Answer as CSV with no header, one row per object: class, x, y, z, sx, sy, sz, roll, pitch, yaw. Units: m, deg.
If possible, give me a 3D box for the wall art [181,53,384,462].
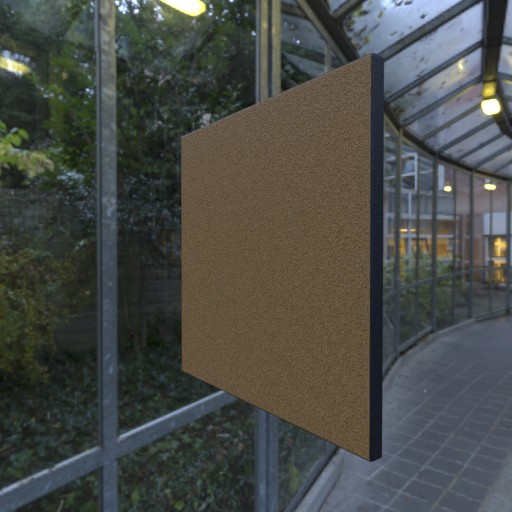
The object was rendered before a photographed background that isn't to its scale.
wall art,0.000,0.000,0.677,0.022,0.453,0.456,-1,1,-37
